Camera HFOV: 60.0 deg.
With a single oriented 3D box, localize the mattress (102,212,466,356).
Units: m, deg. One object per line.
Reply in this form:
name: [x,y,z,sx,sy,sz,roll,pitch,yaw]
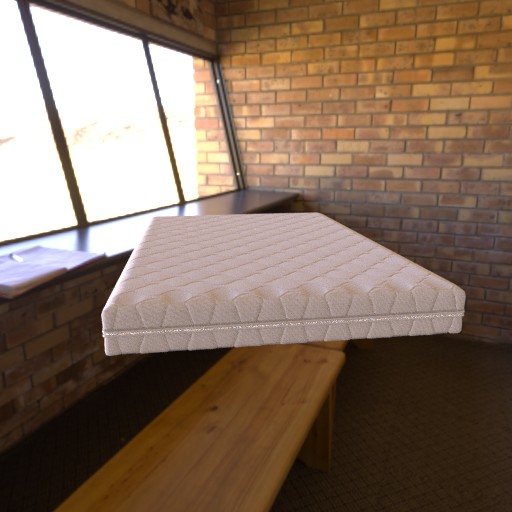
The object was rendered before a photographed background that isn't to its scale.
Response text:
mattress: [0.000,0.000,2.626,1.400,0.200,2.000,-2,14,-8]
